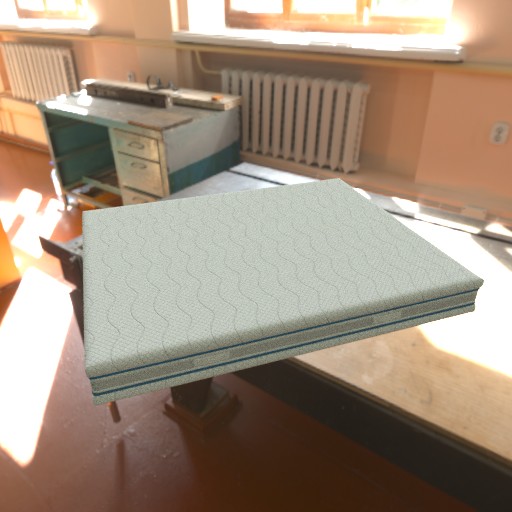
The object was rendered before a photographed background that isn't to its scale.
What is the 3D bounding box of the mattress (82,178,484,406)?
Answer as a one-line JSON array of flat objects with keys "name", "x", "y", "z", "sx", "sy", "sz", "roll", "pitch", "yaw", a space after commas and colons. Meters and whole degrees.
[{"name": "mattress", "x": 0.000, "y": 0.000, "z": 2.752, "sx": 2.000, "sy": 0.230, "sz": 1.600, "roll": -10, "pitch": 32, "yaw": -16}]
